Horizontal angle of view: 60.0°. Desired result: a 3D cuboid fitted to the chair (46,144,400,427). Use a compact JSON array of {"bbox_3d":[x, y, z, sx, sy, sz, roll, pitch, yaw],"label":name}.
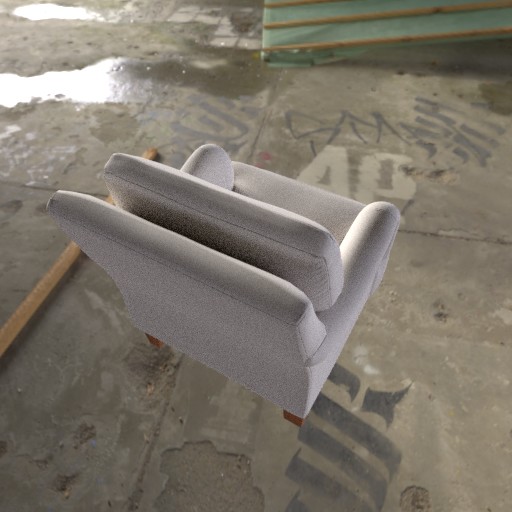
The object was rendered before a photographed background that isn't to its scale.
[{"bbox_3d":[0.000,0.000,1.831,0.955,1.038,1.070,23,50,21],"label":"chair"}]
